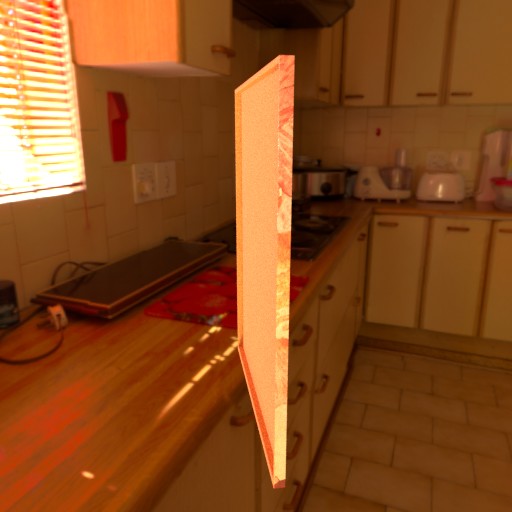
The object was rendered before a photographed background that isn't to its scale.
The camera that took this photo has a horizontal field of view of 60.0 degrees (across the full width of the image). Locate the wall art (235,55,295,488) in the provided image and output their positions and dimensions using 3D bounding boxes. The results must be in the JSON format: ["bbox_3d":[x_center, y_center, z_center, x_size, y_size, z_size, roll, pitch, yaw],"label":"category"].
[{"bbox_3d":[0.000,0.000,1.351,0.031,1.015,0.762,-2,16,-9],"label":"wall art"}]
